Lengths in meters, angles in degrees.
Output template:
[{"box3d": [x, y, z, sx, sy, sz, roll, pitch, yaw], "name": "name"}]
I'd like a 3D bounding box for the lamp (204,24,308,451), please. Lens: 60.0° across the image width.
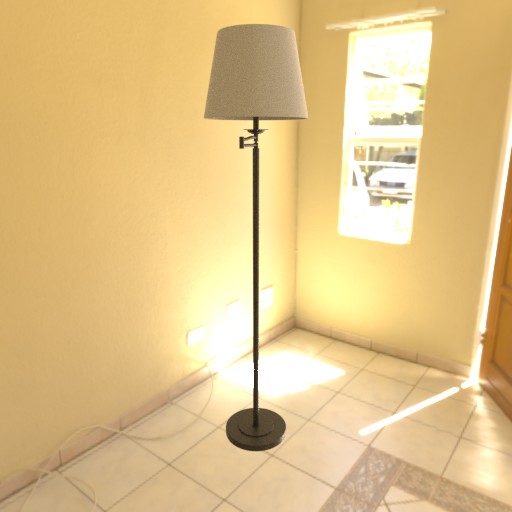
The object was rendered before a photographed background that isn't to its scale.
[{"box3d": [0.000, 0.000, 1.607, 0.348, 1.473, 0.348, 8, 17, 27], "name": "lamp"}]
